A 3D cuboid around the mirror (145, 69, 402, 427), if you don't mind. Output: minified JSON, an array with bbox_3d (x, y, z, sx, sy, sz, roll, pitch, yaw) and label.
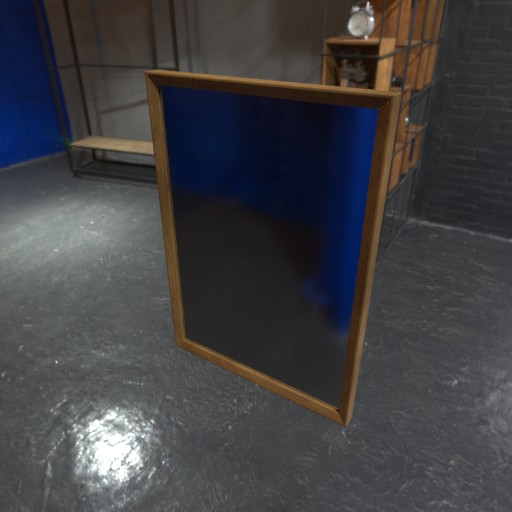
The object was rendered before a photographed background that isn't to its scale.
[{"bbox_3d":[0.000,0.000,0.955,0.508,0.711,0.039,18,34,28],"label":"mirror"}]
